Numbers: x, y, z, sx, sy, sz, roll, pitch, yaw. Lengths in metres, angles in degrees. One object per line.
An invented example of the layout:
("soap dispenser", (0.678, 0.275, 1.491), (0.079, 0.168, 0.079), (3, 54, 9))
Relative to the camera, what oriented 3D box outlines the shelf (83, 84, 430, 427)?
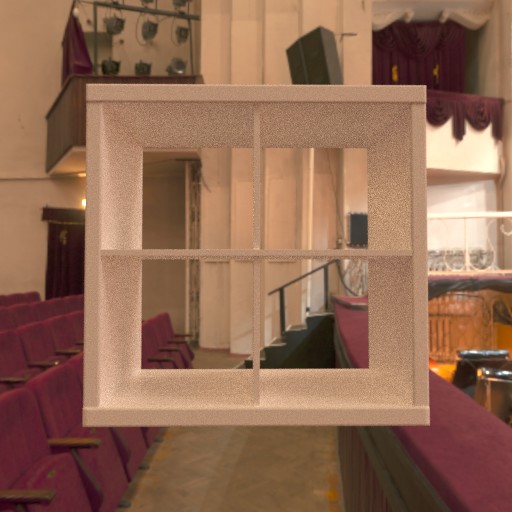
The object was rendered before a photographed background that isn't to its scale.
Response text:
("shelf", (0.000, 0.000, 1.214), (0.790, 0.786, 0.390), (0, -2, -1))
